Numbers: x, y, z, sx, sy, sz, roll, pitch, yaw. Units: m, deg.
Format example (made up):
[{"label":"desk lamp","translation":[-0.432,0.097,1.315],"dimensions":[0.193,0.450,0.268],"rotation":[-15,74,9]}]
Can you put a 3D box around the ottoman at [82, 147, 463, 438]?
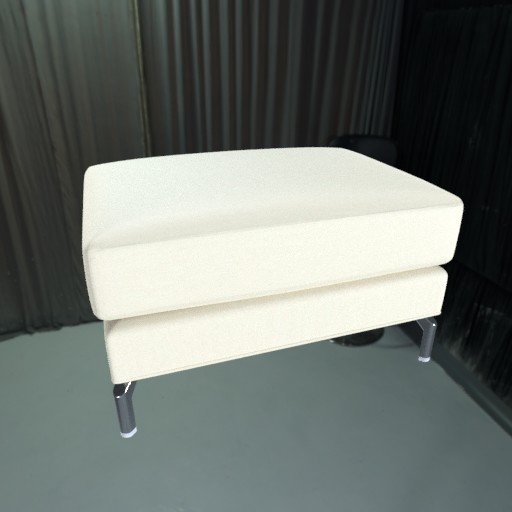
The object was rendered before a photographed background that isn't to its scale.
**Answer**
[{"label":"ottoman","translation":[0.000,0.000,1.210],"dimensions":[0.835,0.497,0.581],"rotation":[-8,27,-17]}]
